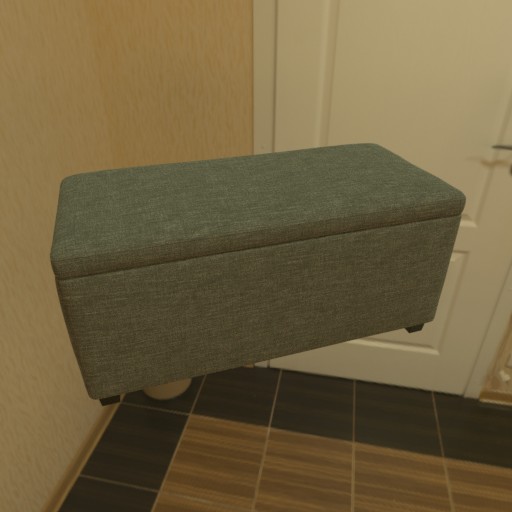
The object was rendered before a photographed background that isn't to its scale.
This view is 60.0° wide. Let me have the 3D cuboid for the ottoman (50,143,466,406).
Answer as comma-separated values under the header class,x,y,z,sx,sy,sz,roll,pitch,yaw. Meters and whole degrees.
class,x,y,z,sx,sy,sz,roll,pitch,yaw
ottoman,0.000,0.000,1.140,0.902,0.432,0.419,-10,33,-15
